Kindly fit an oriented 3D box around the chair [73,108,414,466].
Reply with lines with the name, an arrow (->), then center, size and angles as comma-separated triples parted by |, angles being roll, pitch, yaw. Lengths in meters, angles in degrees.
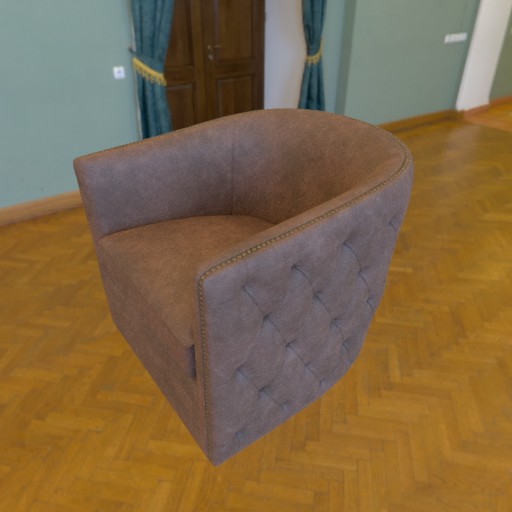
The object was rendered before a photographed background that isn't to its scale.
chair -> 0.000, 0.000, 1.505 | 0.870, 0.790, 0.850 | -22, 38, -30
